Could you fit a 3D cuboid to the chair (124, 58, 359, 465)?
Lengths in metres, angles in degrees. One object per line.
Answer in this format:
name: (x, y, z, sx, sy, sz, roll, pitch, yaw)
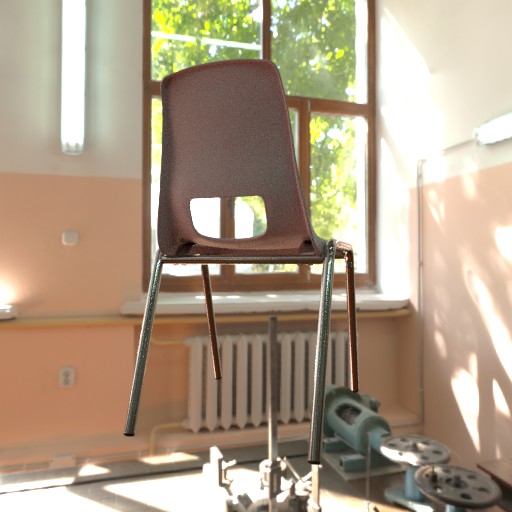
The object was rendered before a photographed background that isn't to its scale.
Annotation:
chair: (0.000, 0.000, 0.940, 0.381, 0.653, 0.436, 0, -1, 19)
